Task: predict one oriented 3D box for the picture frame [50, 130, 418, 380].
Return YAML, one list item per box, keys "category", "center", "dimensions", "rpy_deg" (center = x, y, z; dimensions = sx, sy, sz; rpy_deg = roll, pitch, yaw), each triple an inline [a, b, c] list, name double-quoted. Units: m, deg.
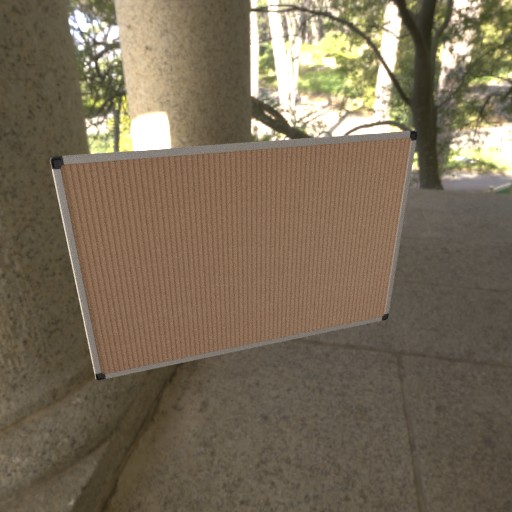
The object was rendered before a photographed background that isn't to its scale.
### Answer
- category: "picture frame"
  center: [0.000, 0.000, 1.176]
  dimensions: [0.900, 0.600, 0.010]
  rpy_deg: [-9, 28, -16]
